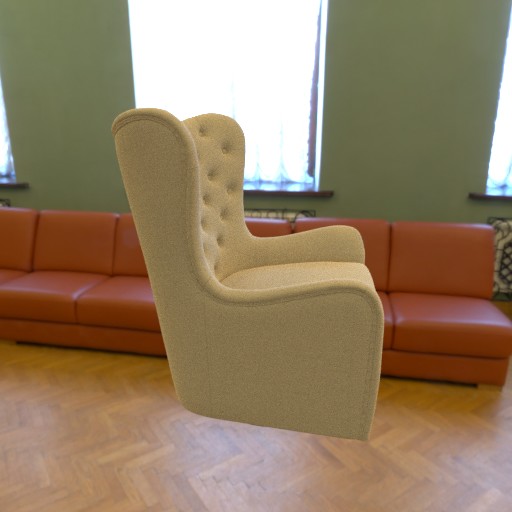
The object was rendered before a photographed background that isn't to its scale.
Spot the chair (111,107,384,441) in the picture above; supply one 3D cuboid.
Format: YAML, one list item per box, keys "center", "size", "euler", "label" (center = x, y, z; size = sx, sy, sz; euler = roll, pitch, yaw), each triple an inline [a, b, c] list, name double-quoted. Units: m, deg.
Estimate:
- center: [0.000, 0.000, 1.728]
  size: [0.929, 1.079, 0.831]
  euler: [3, 17, 9]
  label: "chair"
